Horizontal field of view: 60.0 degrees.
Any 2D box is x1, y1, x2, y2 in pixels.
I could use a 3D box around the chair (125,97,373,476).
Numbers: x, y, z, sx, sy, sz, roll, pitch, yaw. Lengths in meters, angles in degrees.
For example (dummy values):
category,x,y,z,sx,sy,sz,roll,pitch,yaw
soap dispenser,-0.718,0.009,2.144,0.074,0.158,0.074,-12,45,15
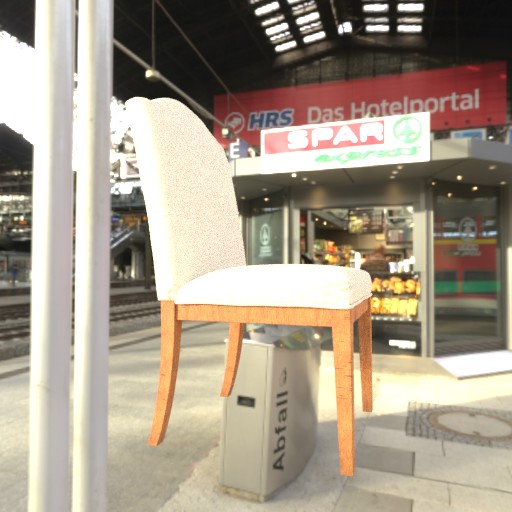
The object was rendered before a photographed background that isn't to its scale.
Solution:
category,x,y,z,sx,sy,sz,roll,pitch,yaw
chair,0.000,0.000,1.356,0.648,1.012,0.534,-1,-2,20
